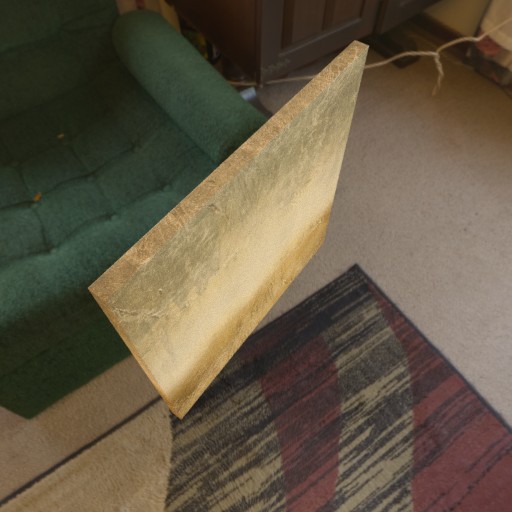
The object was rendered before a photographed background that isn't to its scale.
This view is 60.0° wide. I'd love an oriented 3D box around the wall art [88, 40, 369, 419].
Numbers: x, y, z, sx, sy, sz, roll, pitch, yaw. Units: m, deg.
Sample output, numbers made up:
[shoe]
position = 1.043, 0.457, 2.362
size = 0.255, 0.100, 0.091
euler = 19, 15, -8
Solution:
[wall art]
position = 0.000, 0.000, 1.602
size = 0.051, 1.091, 1.092
euler = 32, 63, 19
